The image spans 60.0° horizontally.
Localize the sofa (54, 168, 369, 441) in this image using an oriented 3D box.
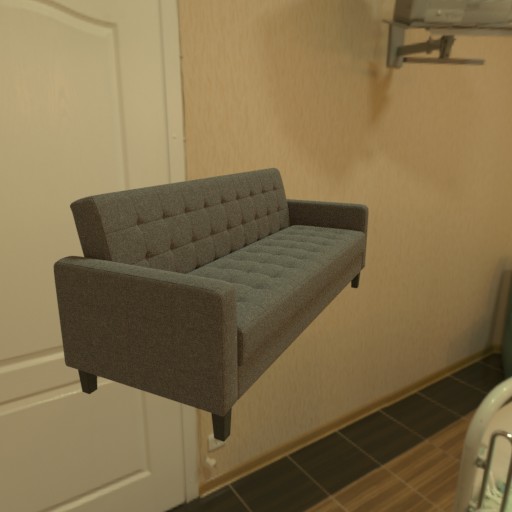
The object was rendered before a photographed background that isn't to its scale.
[{"bbox_3d":[0.000,0.000,2.491,0.810,0.850,2.040,8,17,26],"label":"sofa"}]
